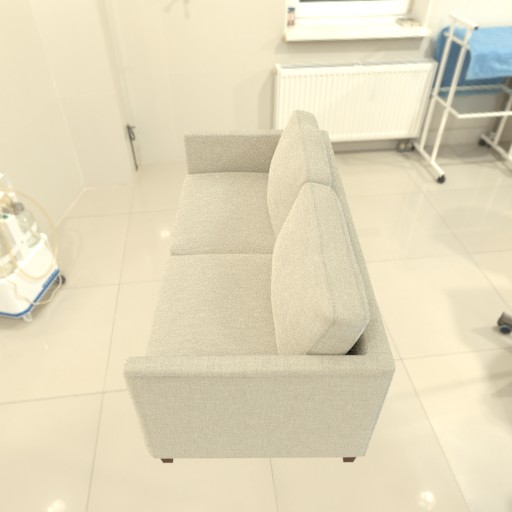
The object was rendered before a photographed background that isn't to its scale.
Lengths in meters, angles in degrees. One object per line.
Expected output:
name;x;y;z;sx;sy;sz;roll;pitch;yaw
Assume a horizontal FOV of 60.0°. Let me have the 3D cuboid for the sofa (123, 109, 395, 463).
sofa;0.000;0.000;2.339;0.950;0.963;1.838;0;41;0
